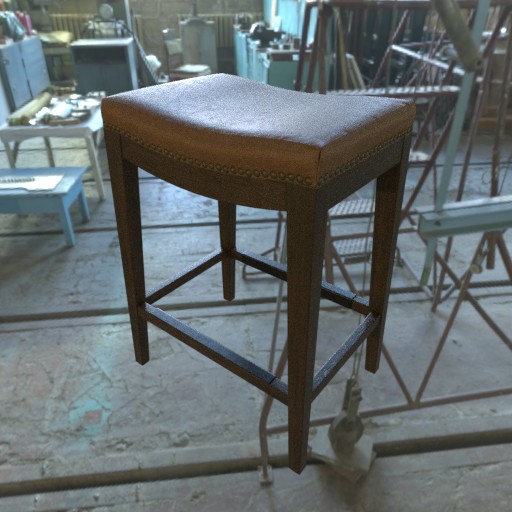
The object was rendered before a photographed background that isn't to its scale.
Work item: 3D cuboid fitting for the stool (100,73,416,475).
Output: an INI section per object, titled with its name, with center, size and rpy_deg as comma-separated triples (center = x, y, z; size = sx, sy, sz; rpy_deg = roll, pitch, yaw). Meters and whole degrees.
[stool]
center = 0.000, 0.000, 0.952
size = 0.500, 0.660, 0.361
rpy_deg = 22, 38, 32
